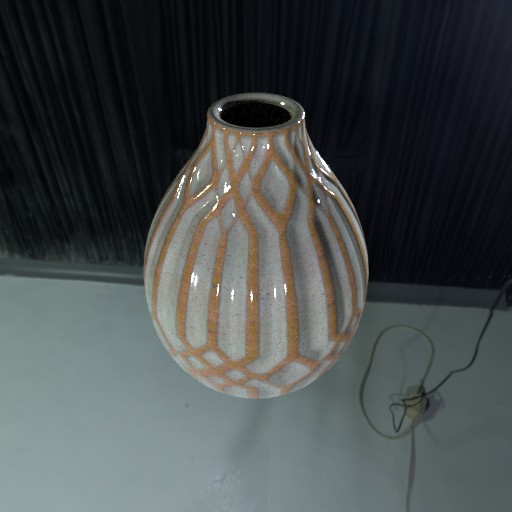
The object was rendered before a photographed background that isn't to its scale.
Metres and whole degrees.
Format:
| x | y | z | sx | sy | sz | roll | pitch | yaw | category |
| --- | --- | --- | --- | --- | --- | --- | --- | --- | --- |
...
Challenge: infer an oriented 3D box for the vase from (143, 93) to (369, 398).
| x | y | z | sx | sy | sz | roll | pitch | yaw | category |
| --- | --- | --- | --- | --- | --- | --- | --- | --- | --- |
| 0.000 | 0.000 | 0.258 | 0.131 | 0.175 | 0.131 | 0 | 41 | 0 | vase |
